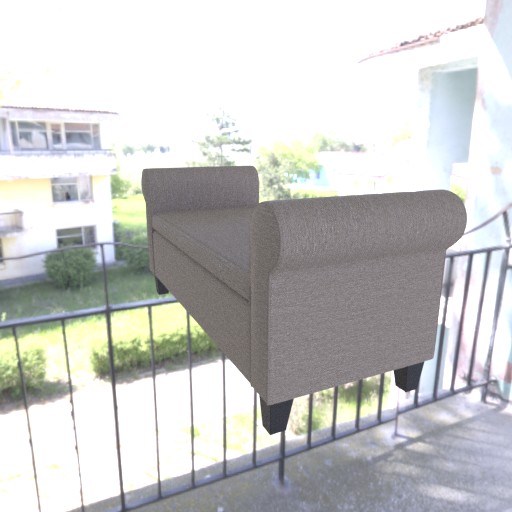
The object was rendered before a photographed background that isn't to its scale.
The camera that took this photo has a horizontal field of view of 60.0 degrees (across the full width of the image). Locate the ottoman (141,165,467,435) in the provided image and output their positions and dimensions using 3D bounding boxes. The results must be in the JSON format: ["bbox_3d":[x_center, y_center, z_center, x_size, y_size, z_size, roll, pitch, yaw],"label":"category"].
[{"bbox_3d":[0.000,0.000,1.537,0.521,0.547,1.256,-7,16,-25],"label":"ottoman"}]
